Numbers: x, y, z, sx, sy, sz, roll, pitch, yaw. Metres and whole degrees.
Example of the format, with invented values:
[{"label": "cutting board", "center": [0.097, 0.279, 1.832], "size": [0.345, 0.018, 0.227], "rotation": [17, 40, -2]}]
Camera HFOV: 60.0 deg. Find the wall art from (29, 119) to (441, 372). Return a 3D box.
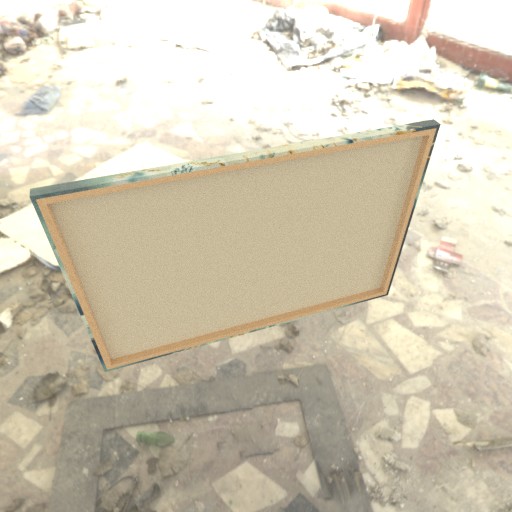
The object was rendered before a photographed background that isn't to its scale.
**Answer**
[{"label": "wall art", "center": [0.000, 0.000, 1.449], "size": [1.138, 0.759, 0.035], "rotation": [-13, 45, -13]}]
